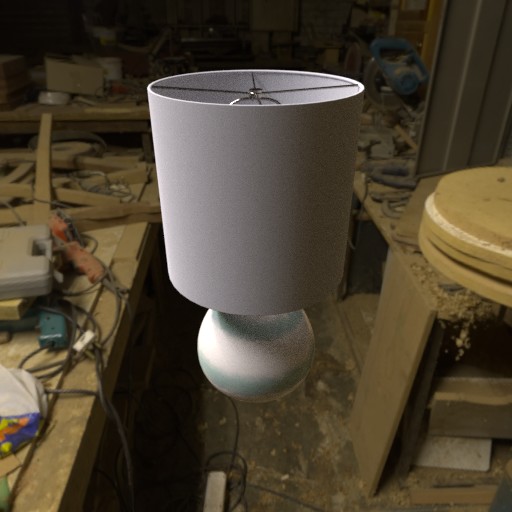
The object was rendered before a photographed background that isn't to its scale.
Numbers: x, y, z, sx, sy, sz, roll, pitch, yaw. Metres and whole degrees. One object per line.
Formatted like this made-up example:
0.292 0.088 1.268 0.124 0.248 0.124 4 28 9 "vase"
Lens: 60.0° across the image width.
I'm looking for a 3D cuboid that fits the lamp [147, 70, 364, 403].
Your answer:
0.000 0.000 0.552 0.217 0.404 0.217 -1 30 -2 "lamp"
